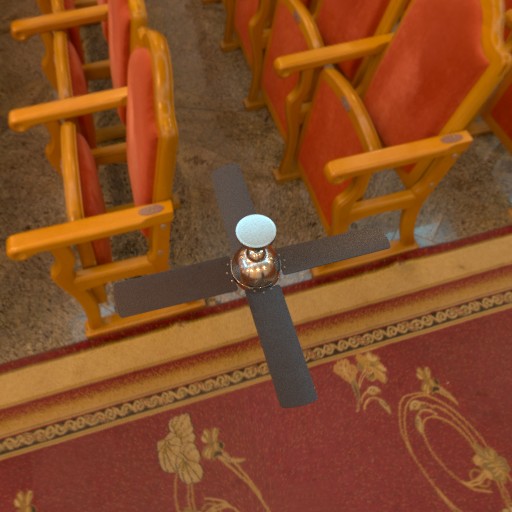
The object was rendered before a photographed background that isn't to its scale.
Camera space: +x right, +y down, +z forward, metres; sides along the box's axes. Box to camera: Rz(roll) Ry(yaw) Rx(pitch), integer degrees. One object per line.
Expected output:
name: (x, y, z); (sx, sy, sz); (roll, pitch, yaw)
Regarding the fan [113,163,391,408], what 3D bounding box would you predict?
fan: (0.000, 0.000, 2.020); (1.332, 0.403, 1.332); (-13, 59, -8)
